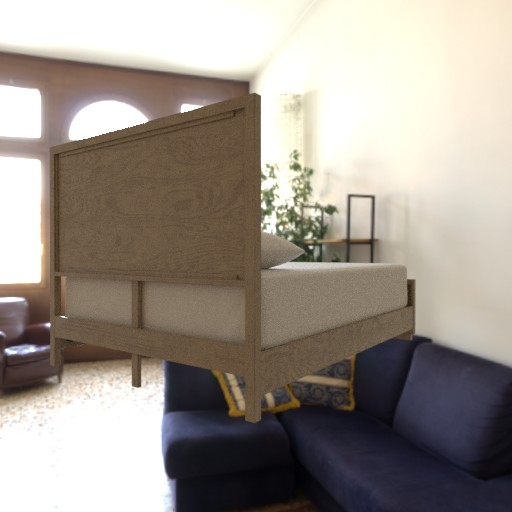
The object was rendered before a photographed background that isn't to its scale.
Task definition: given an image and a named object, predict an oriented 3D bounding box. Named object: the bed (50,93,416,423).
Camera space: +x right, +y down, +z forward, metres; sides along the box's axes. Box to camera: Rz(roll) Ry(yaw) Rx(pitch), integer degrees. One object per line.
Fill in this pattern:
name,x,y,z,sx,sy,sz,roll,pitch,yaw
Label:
bed,0.000,0.000,3.193,1.606,1.369,2.189,0,1,36
